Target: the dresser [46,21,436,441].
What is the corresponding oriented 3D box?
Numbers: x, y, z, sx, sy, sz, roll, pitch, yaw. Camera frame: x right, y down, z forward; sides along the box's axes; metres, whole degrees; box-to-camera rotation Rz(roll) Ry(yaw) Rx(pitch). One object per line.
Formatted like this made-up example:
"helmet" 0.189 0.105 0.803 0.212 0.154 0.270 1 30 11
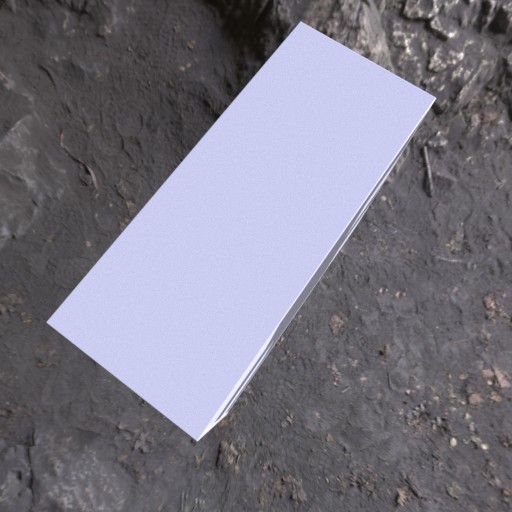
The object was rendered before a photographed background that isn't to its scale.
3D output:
"dresser" 0.000 0.000 1.633 0.460 1.000 1.100 34 76 9
